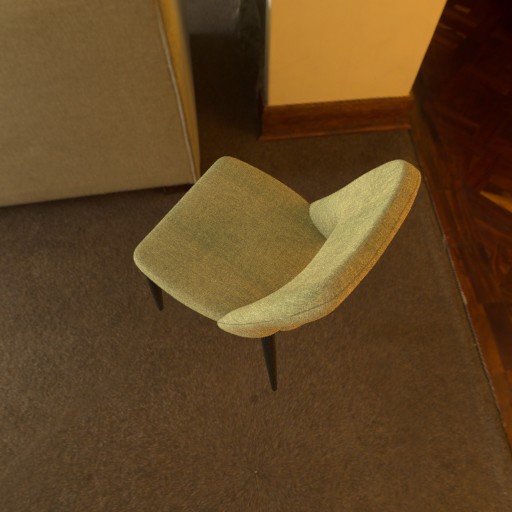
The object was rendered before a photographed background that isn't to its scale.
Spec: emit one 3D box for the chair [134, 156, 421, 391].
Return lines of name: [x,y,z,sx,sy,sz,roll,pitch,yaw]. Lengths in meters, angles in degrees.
chair: [0.000,0.000,1.280,0.612,0.931,0.470,32,68,15]
